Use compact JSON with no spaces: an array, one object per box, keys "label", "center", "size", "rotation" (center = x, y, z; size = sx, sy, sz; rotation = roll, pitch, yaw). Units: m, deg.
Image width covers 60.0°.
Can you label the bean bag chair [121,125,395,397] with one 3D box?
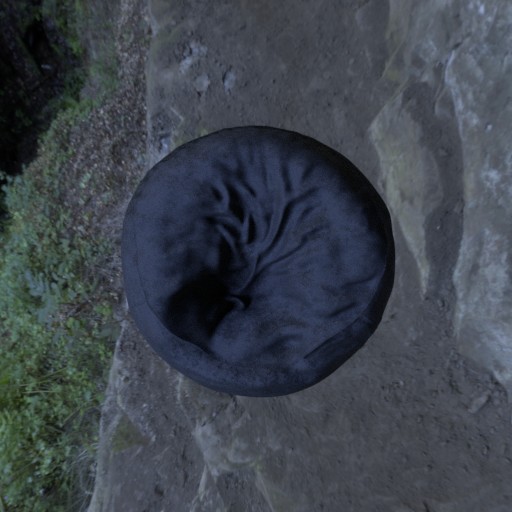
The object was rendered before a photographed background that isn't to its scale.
[{"label":"bean bag chair","center":[0.000,0.000,2.488],"size":[1.525,0.751,1.525],"rotation":[0,76,0]}]
